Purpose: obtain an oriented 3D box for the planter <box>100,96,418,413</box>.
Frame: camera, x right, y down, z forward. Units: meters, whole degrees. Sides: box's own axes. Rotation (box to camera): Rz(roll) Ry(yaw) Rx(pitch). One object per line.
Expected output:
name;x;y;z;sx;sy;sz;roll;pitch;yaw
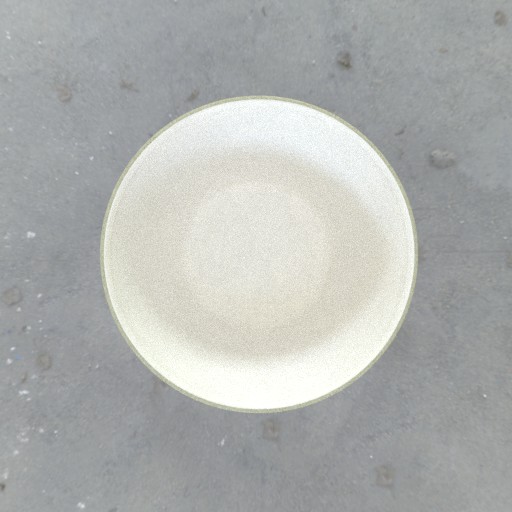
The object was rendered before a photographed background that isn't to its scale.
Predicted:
planter;0.000;0.000;0.736;0.350;0.504;0.350;0;89;-1
